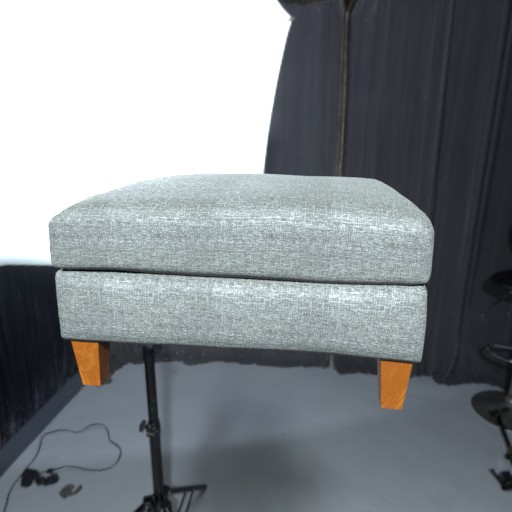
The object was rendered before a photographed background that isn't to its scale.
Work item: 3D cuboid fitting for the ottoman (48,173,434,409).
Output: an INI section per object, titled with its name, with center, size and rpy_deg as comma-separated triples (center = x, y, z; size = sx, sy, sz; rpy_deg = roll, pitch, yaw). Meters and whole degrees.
[ottoman]
center = 0.000, 0.000, 1.343
size = 0.838, 0.481, 0.838
rpy_deg = 2, 15, 8
